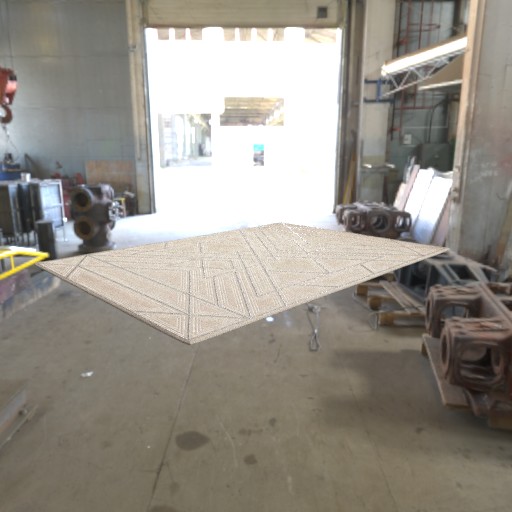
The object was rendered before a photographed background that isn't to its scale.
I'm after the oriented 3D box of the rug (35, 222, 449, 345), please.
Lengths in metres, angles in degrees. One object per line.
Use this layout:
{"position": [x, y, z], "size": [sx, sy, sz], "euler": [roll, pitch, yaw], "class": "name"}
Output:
{"position": [0.000, 0.000, 4.391], "size": [3.381, 0.026, 2.436], "euler": [-13, 19, -43], "class": "rug"}
